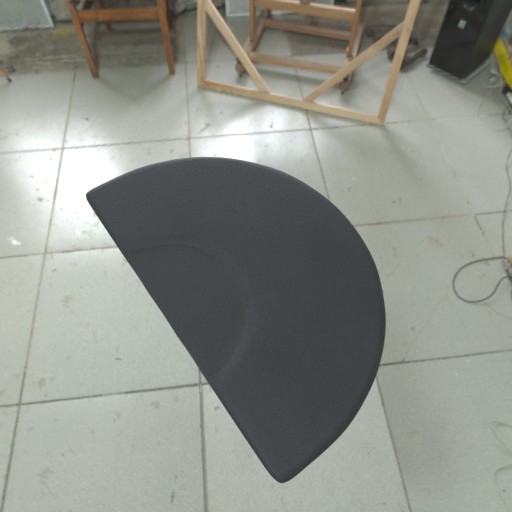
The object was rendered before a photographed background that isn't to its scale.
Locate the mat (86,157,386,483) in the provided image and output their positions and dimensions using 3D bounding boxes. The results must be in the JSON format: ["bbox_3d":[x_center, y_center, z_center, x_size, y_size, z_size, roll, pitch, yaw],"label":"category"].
[{"bbox_3d":[0.000,0.000,1.896,0.917,0.016,1.525,-31,63,-18],"label":"mat"}]
